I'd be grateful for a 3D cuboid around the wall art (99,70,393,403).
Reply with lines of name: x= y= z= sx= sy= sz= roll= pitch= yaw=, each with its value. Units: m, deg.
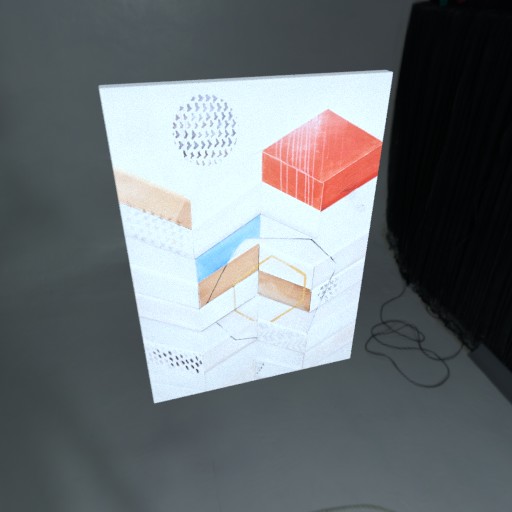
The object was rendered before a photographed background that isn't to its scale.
wall art: x=0.000 y=0.000 z=1.121 sx=0.613 sy=0.848 sz=0.036 roll=-9 pitch=33 yaw=-14
